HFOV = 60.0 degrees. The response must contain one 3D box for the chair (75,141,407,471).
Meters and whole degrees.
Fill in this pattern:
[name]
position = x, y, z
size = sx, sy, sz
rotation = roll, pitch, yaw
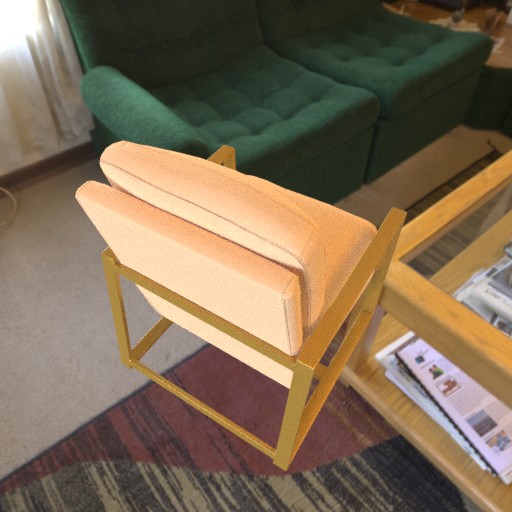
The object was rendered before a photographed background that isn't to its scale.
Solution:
[chair]
position = 0.000, 0.000, 1.511
size = 0.758, 0.956, 0.813
rotation = 25, 52, 22
